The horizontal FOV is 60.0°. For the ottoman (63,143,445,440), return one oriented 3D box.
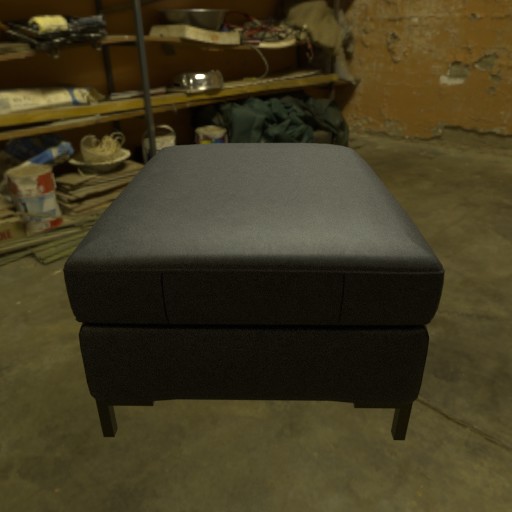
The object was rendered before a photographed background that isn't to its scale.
[{"bbox_3d":[0.000,0.000,1.722,0.967,0.696,1.187,0,27,1],"label":"ottoman"}]
